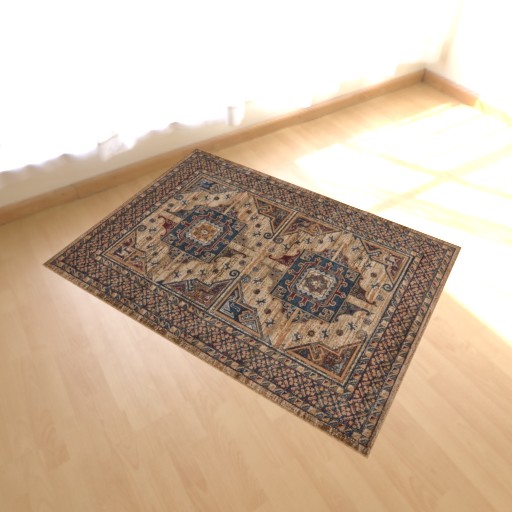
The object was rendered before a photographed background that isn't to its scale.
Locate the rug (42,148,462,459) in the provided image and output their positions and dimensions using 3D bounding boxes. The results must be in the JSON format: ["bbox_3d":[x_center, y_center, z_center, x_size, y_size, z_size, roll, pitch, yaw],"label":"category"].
[{"bbox_3d":[0.000,0.000,2.894,2.227,0.008,1.611,25,51,22],"label":"rug"}]
